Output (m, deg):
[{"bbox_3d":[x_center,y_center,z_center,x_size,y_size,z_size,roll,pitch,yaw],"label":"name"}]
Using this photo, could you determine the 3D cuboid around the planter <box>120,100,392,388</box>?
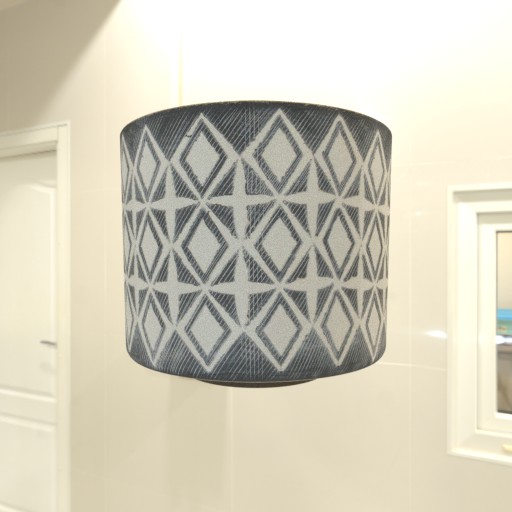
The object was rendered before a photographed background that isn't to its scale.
[{"bbox_3d":[0.000,0.000,0.328,0.192,0.165,0.192,0,0,0],"label":"planter"}]
